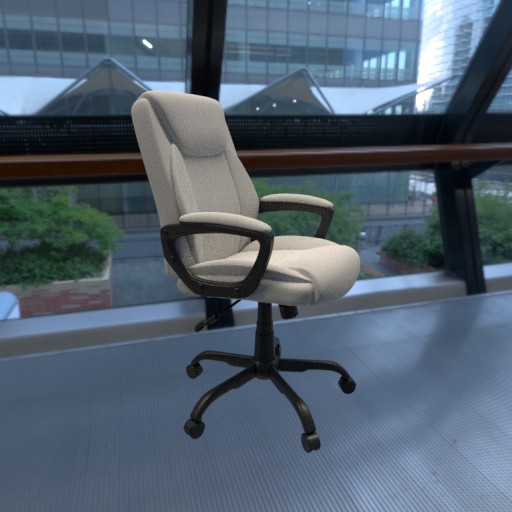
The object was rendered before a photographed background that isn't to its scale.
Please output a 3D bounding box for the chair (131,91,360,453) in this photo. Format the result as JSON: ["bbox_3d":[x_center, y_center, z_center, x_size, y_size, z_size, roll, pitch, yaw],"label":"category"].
[{"bbox_3d":[0.000,0.000,1.506,0.669,1.065,0.663,8,16,27],"label":"chair"}]
